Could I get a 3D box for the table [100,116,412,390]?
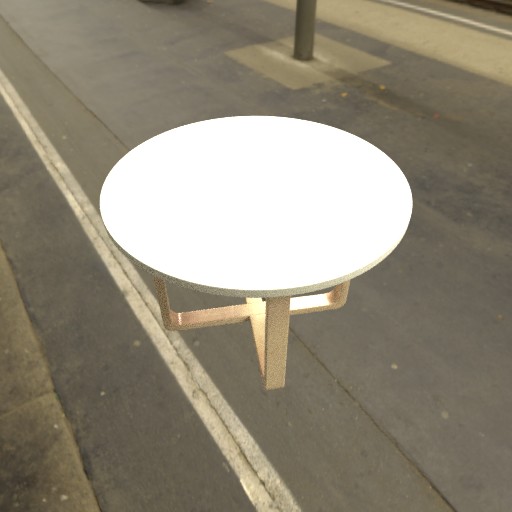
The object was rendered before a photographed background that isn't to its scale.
[{"bbox_3d":[0.000,0.000,1.012,0.600,0.400,0.600,0,42,0],"label":"table"}]
